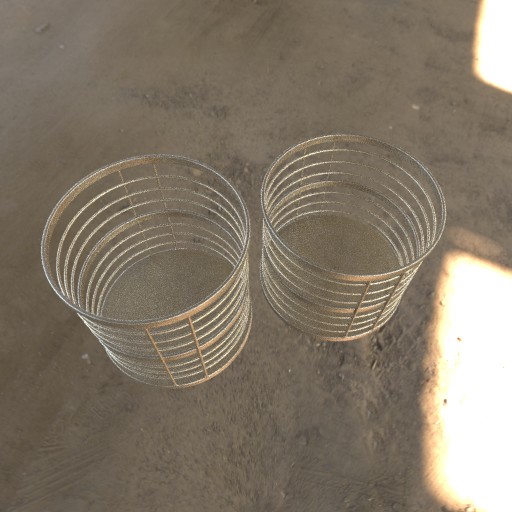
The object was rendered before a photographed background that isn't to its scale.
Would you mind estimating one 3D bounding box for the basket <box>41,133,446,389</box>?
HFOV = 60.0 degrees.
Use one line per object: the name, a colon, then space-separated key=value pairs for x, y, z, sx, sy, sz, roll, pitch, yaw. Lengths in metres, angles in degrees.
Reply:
basket: x=0.000 y=0.000 z=0.941 sx=0.746 sy=0.351 sz=0.356 roll=-14 pitch=59 yaw=-9
